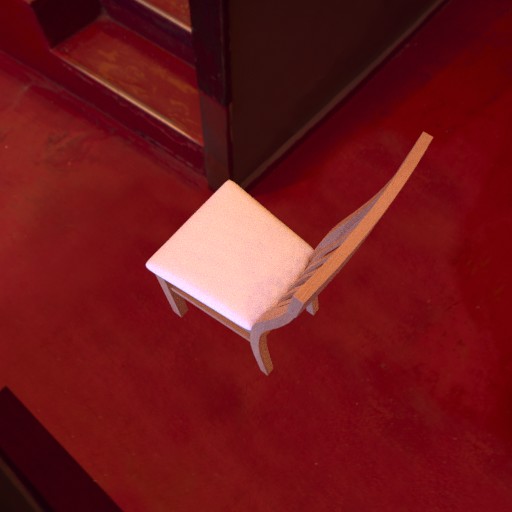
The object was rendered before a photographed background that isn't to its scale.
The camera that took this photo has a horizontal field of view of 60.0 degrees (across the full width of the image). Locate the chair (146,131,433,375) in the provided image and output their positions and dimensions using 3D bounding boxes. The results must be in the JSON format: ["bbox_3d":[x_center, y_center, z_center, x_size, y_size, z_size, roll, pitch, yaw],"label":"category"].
[{"bbox_3d":[0.000,0.000,1.357,0.580,1.050,0.450,35,69,16],"label":"chair"}]
